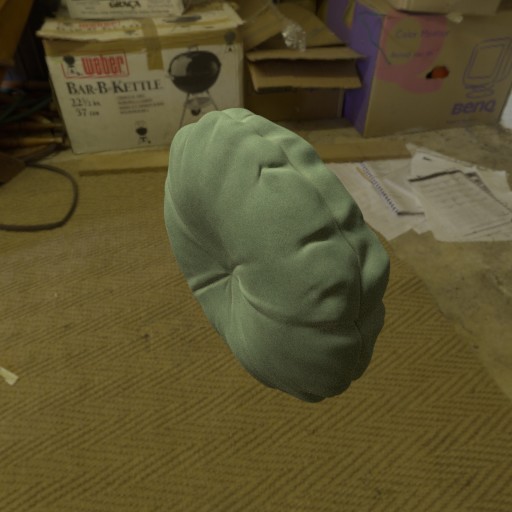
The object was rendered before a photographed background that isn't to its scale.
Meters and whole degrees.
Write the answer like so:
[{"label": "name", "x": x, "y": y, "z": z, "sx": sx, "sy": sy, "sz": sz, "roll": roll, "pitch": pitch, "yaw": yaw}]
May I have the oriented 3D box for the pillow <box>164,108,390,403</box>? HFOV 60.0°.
[{"label": "pillow", "x": 0.000, "y": 0.000, "z": 0.635, "sx": 0.148, "sy": 0.407, "sz": 0.428, "roll": -25, "pitch": 47, "yaw": -26}]
